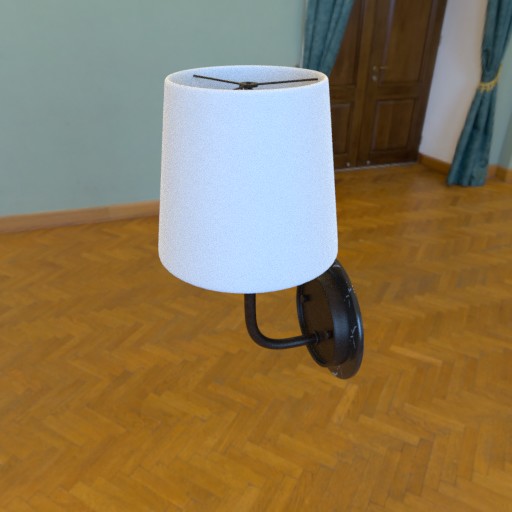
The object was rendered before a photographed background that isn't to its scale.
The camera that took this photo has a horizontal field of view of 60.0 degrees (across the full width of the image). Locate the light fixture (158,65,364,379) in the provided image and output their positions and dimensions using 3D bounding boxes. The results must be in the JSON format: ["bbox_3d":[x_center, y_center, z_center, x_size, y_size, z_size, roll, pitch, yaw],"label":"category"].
[{"bbox_3d":[0.000,0.000,0.442,0.188,0.337,0.168,-9,32,-14],"label":"light fixture"}]
